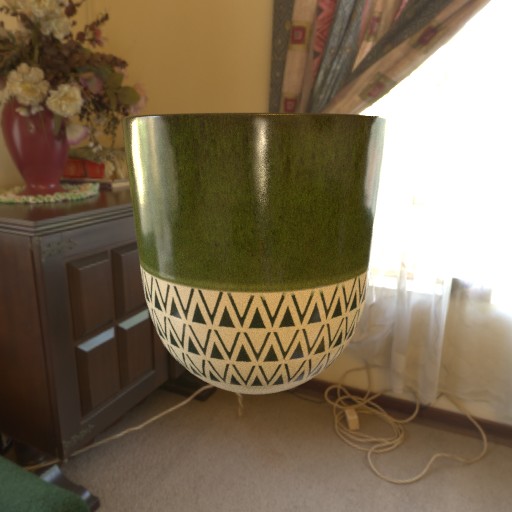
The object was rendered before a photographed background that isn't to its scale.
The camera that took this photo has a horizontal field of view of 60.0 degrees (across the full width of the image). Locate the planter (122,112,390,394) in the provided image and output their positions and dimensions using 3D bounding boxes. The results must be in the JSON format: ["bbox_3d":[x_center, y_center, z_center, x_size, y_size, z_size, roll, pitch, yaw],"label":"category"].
[{"bbox_3d":[0.000,0.000,0.456,0.245,0.270,0.245,0,15,0],"label":"planter"}]
